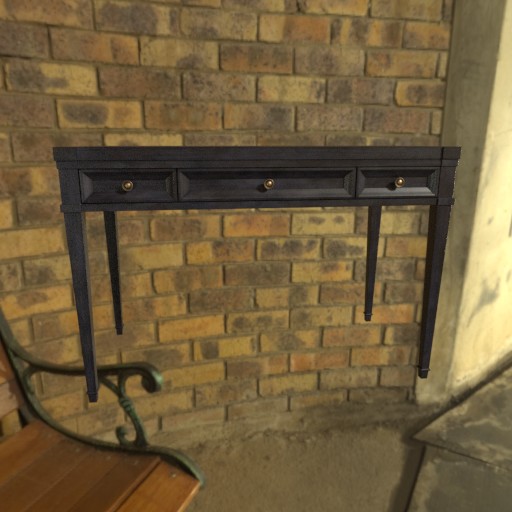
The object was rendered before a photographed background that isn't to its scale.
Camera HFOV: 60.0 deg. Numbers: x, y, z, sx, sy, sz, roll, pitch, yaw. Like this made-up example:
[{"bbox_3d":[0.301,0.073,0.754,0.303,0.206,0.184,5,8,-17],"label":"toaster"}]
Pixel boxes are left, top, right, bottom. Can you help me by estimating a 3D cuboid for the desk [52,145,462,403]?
[{"bbox_3d":[0.000,0.000,1.790,1.289,0.861,0.630,-2,14,-7],"label":"desk"}]
